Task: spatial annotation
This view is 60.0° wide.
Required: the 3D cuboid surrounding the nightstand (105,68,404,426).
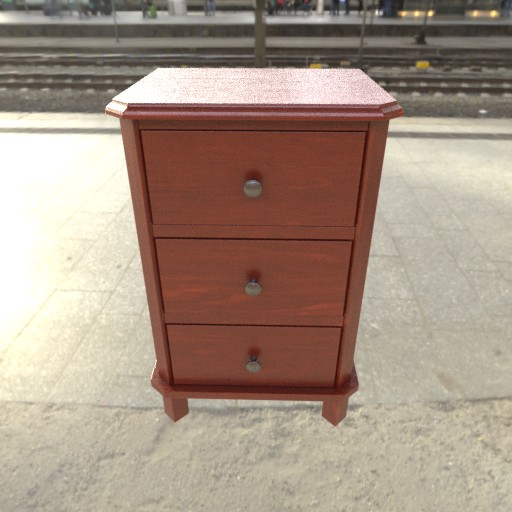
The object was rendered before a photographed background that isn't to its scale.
[{"bbox_3d":[0.000,0.000,0.927,0.435,0.681,0.351,1,31,1],"label":"nightstand"}]
